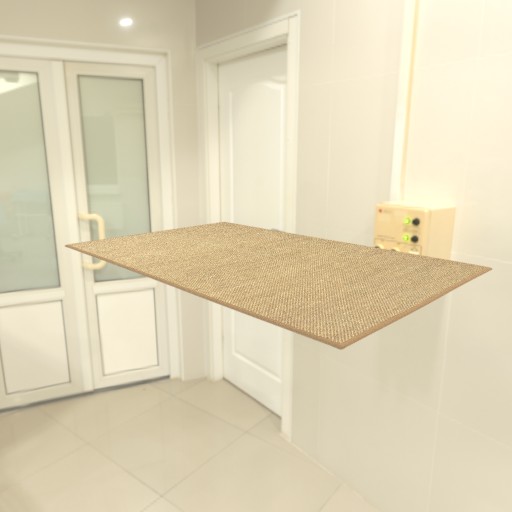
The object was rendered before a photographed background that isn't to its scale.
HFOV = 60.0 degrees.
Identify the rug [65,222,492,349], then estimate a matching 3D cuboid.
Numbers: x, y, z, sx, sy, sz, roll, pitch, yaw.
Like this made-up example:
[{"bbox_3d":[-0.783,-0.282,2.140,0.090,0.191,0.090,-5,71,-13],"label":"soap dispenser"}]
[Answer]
[{"bbox_3d":[0.000,0.000,2.008,1.061,0.012,1.668,-13,19,-43],"label":"rug"}]
